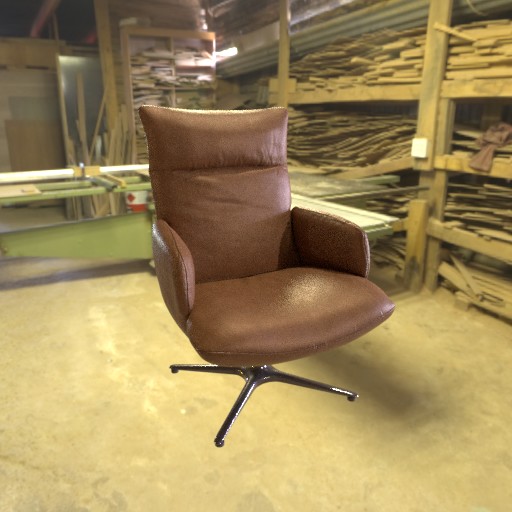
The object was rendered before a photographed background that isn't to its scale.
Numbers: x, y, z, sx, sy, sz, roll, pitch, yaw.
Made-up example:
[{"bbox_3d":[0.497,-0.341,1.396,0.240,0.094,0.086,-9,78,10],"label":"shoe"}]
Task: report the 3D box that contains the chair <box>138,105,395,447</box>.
[{"bbox_3d":[0.000,0.000,1.577,0.711,1.027,0.794,-8,19,-26],"label":"chair"}]
